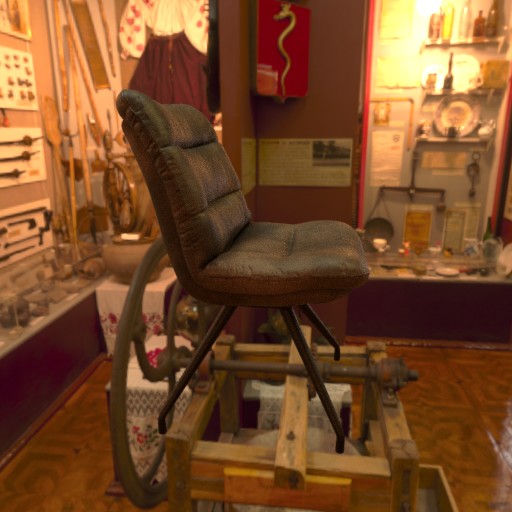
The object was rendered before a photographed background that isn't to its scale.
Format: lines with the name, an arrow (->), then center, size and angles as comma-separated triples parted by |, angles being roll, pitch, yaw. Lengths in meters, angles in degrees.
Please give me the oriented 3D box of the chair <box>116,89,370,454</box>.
chair -> 0.000, 0.000, 1.270 | 0.622, 0.870, 0.549 | 2, 16, 9
